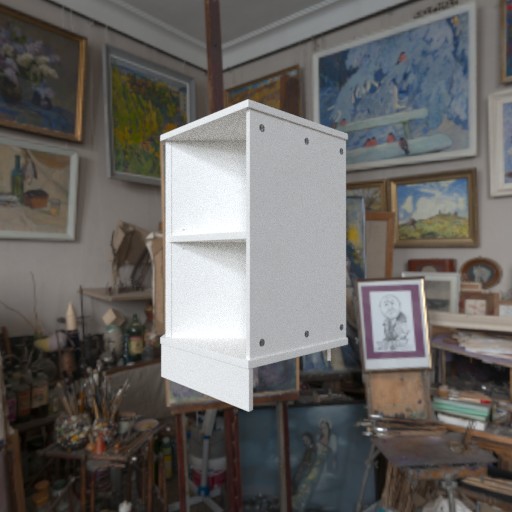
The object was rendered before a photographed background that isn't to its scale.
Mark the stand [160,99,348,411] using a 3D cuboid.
[{"bbox_3d":[0.000,0.000,1.403,0.477,0.614,1.072,0,0,2],"label":"stand"}]
